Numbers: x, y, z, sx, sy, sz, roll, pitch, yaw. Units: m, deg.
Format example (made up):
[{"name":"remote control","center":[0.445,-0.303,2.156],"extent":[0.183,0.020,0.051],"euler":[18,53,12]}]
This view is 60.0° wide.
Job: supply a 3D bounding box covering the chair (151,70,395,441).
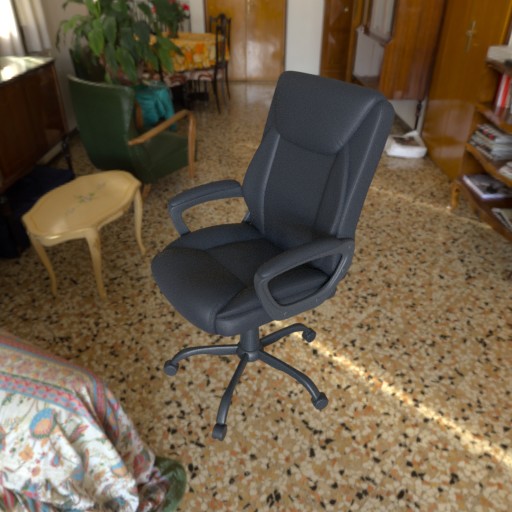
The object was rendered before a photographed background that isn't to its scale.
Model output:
[{"name":"chair","center":[0.000,0.000,1.491],"extent":[0.655,1.072,0.615],"euler":[-21,38,-30]}]
